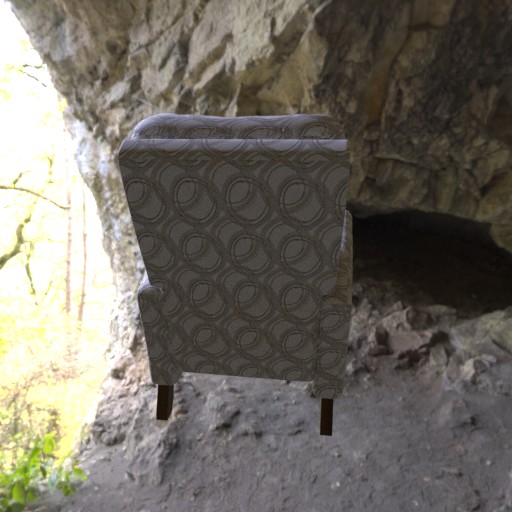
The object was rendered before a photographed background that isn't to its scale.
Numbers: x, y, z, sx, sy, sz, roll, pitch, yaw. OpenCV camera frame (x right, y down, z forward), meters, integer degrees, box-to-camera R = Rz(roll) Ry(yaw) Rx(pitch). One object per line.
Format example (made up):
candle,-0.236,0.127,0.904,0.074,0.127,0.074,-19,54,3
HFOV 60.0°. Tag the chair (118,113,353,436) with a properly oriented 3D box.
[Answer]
chair,0.000,0.000,1.763,0.796,1.065,0.995,2,16,8
